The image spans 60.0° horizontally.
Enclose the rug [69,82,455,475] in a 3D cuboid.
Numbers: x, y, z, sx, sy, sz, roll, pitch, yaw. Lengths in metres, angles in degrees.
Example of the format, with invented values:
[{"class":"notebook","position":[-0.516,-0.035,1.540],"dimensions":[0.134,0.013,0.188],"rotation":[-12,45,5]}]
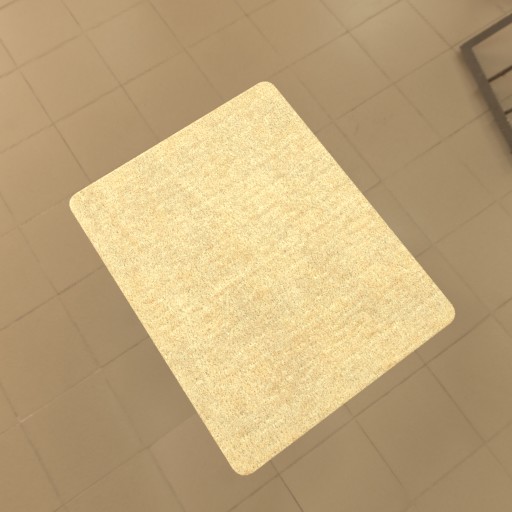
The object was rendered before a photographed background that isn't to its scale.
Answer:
[{"class":"rug","position":[0.000,0.000,3.471],"dimensions":[2.009,0.048,2.528],"rotation":[-34,78,-8]}]
